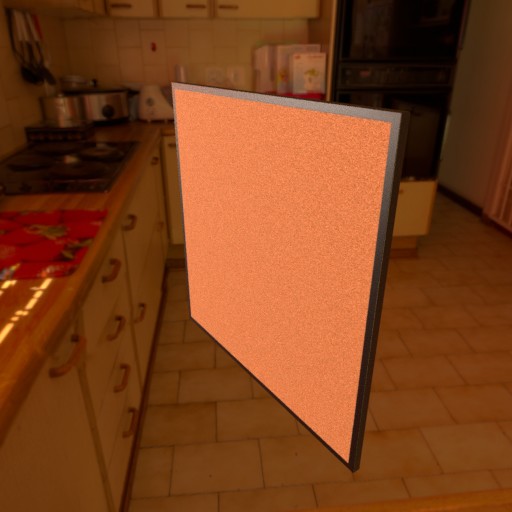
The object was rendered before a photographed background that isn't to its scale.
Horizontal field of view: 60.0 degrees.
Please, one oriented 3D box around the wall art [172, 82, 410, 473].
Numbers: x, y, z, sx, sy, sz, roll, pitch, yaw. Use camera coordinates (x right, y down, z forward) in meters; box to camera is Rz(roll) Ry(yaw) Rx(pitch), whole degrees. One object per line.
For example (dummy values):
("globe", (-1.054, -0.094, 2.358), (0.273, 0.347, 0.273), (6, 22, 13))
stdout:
("wall art", (0.000, 0.000, 0.660), (0.012, 0.458, 0.457), (-17, 30, -32))
